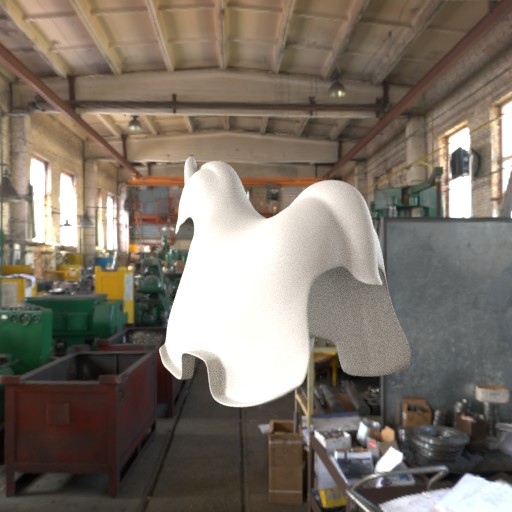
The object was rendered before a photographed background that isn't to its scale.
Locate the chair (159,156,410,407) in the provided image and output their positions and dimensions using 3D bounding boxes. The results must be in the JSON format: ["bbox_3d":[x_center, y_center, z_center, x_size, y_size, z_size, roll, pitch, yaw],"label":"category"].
[{"bbox_3d":[0.000,0.000,1.163,0.429,0.612,0.800,1,-1,-36],"label":"chair"}]
